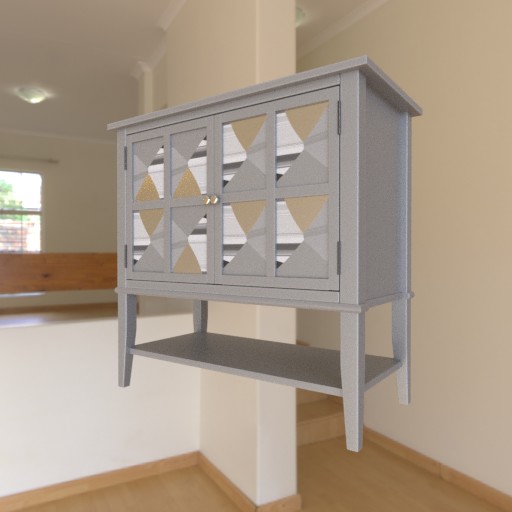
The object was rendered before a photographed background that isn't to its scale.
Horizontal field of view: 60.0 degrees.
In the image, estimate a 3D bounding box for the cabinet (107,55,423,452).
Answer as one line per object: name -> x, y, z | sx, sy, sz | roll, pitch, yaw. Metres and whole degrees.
cabinet -> 0.000, 0.000, 1.246 | 0.801, 0.780, 0.396 | 0, 1, 35
